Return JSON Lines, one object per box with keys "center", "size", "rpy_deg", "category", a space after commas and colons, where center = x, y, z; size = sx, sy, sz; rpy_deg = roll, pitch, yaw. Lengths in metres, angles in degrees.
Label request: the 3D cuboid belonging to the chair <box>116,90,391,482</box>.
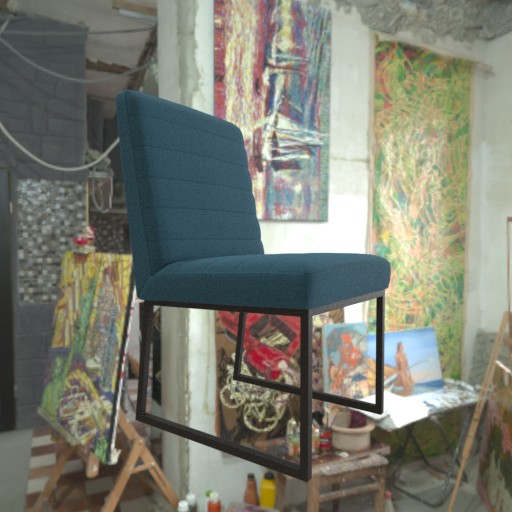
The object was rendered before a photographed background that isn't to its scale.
{"center": [0.000, 0.000, 1.279], "size": [0.634, 0.930, 0.520], "rpy_deg": [2, 3, 36], "category": "chair"}
